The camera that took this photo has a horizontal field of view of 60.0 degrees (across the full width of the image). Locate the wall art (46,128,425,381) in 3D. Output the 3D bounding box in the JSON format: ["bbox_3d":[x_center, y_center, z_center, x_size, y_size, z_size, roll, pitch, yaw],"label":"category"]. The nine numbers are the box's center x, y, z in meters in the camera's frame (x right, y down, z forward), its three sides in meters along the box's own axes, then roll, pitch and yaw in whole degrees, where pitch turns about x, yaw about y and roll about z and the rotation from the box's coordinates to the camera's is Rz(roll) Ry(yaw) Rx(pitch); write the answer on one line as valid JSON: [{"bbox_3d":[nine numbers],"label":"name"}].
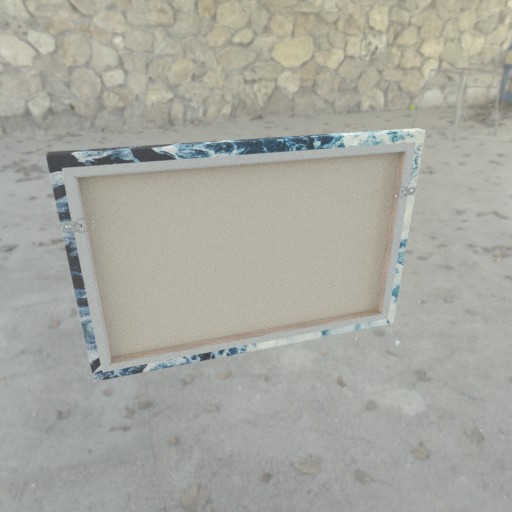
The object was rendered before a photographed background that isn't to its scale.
[{"bbox_3d":[0.000,0.000,1.966,1.524,1.017,0.055,-8,28,-15],"label":"wall art"}]
